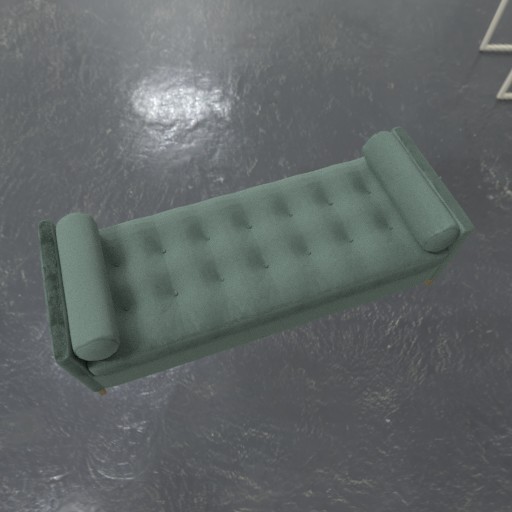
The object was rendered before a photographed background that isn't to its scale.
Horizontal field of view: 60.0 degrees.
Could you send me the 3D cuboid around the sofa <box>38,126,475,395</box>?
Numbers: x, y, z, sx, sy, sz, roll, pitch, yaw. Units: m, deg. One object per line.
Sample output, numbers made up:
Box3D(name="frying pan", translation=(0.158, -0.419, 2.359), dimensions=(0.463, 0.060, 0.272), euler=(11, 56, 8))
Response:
Box3D(name="sofa", translation=(0.000, 0.000, 2.481), dimensions=(2.102, 0.705, 0.796), euler=(-17, 61, -10))
